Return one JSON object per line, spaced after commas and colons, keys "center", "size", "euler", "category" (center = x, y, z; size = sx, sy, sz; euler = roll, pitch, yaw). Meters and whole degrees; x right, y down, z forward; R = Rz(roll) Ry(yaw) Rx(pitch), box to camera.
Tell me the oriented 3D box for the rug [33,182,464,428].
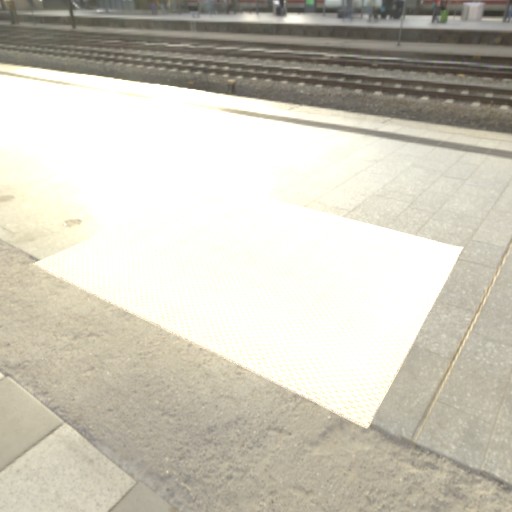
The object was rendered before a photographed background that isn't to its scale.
{"center": [0.000, 0.000, 3.775], "size": [2.897, 0.035, 2.277], "euler": [18, 35, 28], "category": "rug"}
